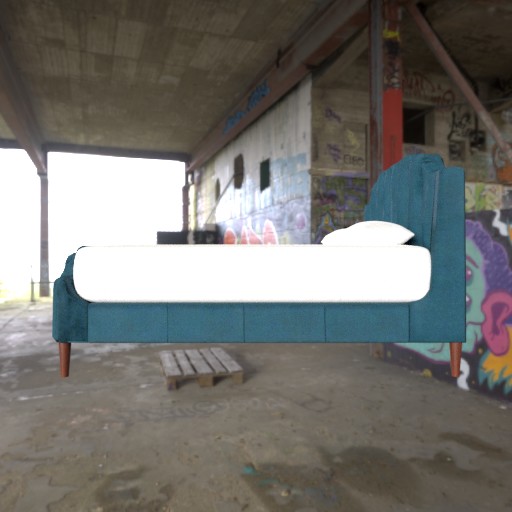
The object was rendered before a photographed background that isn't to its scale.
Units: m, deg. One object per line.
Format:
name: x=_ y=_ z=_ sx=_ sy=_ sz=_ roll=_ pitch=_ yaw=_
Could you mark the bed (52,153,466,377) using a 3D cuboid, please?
bed: x=0.000 y=0.000 z=3.267 sx=2.322 sy=1.351 sz=1.676 roll=0 pitch=0 yaw=0
